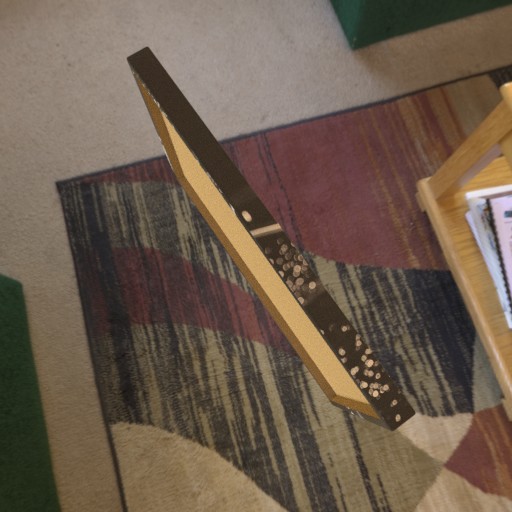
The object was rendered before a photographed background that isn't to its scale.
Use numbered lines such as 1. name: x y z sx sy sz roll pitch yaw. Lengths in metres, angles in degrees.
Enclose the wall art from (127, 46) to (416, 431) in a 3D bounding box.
1. wall art: 0.000 0.000 0.770 0.037 0.406 0.609 -33 78 -8
